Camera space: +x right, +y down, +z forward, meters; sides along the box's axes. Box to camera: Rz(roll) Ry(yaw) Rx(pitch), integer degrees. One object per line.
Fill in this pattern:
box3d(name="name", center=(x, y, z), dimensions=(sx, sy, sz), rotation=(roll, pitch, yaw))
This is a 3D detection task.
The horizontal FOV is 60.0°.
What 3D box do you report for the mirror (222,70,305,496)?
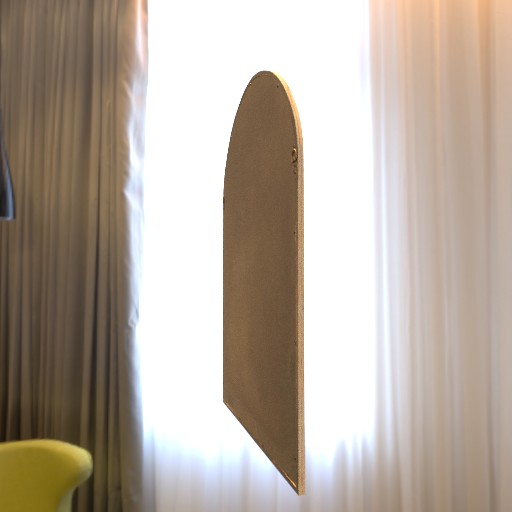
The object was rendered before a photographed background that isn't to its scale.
box3d(name="mirror", center=(0.000, 0.000, 1.137), dimensions=(0.032, 0.915, 0.609), rotation=(0, -2, -18))
